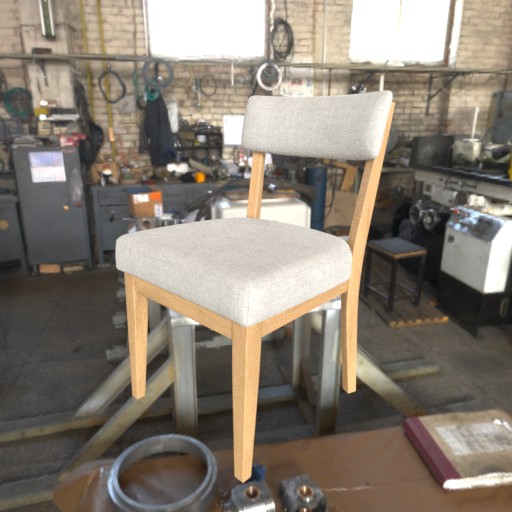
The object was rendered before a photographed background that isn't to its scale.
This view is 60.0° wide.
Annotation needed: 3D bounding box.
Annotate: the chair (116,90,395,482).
[{"bbox_3d":[0.000,0.000,1.186,0.508,0.832,0.572,16,24,42],"label":"chair"}]
